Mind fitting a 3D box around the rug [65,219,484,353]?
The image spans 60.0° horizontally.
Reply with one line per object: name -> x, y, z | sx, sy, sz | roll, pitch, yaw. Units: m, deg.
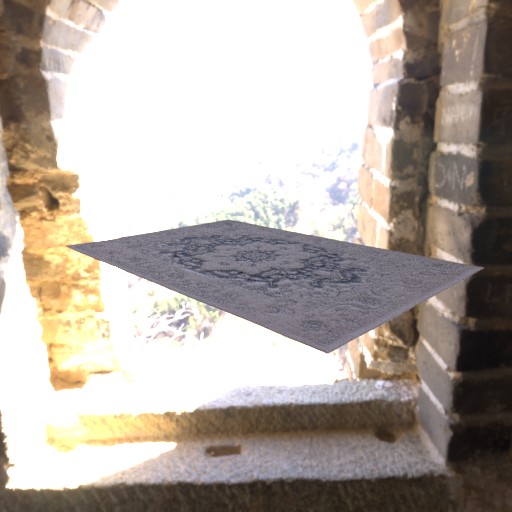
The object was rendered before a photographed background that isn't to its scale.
rug -> 0.000, 0.000, 2.278 | 1.223, 0.008, 1.813 | -14, 20, -43
